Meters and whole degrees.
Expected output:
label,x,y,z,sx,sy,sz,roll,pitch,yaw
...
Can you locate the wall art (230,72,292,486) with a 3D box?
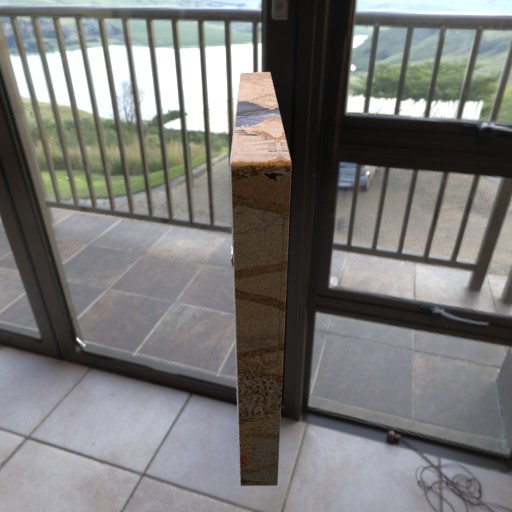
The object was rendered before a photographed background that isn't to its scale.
label,x,y,z,sx,sy,sz,roll,pitch,yaw
wall art,0.000,0.000,0.450,0.036,0.304,0.303,0,31,-1
